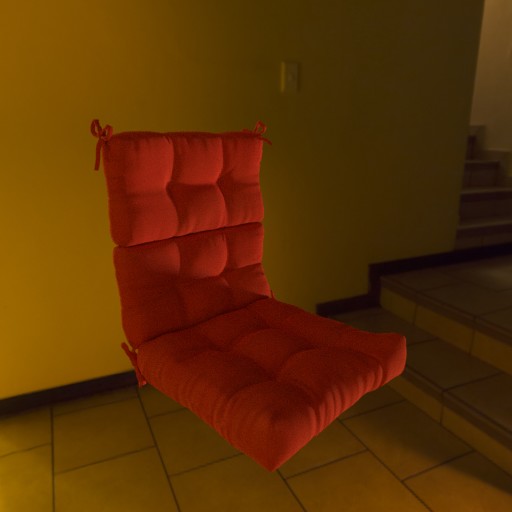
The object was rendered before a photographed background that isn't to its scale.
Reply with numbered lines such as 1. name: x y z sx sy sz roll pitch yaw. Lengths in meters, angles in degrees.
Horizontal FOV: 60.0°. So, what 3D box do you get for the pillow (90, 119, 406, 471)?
1. pillow: 0.000 0.000 1.015 0.519 0.605 0.571 -15 21 -43
